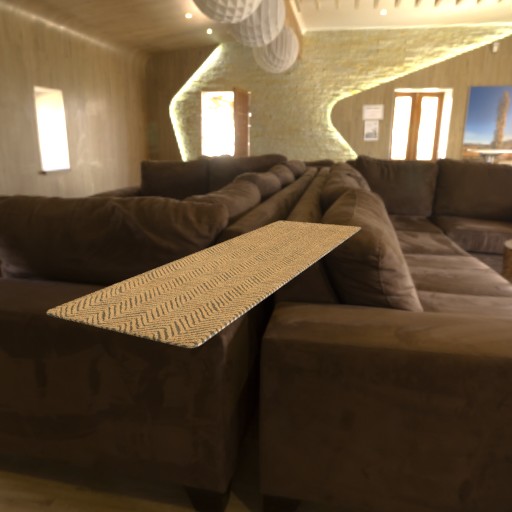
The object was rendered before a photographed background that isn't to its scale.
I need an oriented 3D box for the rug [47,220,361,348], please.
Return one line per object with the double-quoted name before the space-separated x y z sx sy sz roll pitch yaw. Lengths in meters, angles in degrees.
"rug" 0.000 0.000 2.532 0.686 0.008 2.286 7 16 25
